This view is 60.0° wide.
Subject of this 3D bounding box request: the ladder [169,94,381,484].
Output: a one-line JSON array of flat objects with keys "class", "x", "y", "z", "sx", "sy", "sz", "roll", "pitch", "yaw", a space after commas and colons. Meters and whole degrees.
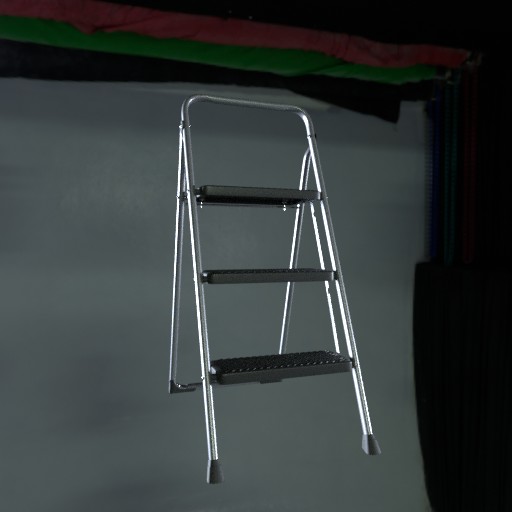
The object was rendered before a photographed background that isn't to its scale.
[{"class": "ladder", "x": 0.000, "y": 0.000, "z": 1.284, "sx": 0.430, "sy": 0.945, "sz": 0.629, "roll": 0, "pitch": 1, "yaw": -19}]
